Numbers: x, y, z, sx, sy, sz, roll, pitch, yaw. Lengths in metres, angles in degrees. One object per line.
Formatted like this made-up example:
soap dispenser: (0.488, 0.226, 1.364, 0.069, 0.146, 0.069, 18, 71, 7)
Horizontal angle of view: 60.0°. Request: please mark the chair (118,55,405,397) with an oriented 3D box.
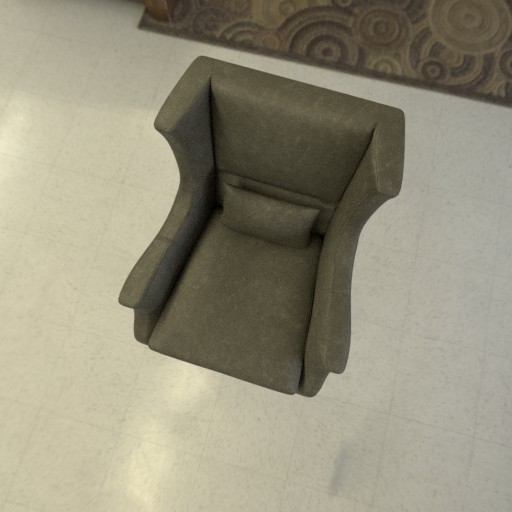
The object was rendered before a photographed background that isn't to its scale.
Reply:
chair: (0.000, 0.000, 1.730, 0.853, 1.016, 0.926, 17, 76, 4)
